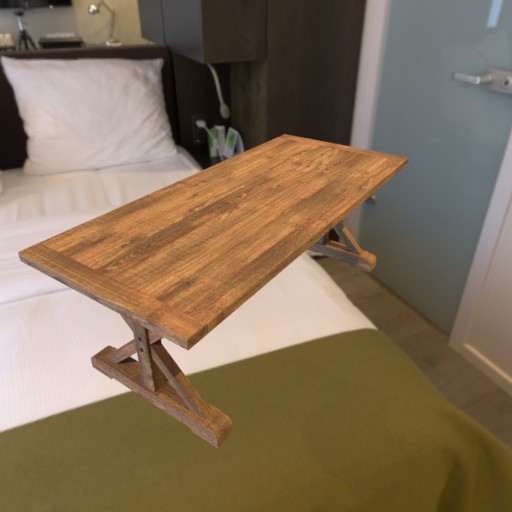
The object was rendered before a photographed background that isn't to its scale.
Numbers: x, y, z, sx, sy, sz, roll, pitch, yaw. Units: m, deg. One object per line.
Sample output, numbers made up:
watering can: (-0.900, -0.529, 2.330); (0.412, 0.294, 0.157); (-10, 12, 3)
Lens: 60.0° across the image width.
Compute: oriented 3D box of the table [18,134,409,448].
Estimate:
table: (0.000, 0.000, 2.450); (0.907, 0.733, 2.031); (20, 36, 29)
